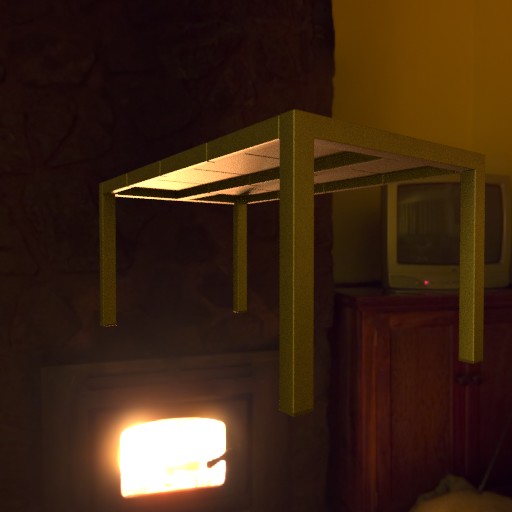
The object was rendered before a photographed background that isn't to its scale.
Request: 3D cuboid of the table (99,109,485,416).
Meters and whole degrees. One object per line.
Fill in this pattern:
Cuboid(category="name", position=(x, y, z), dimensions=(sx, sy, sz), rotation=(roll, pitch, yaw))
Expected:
Cuboid(category="table", position=(0.000, 0.000, 1.212), dimensions=(0.559, 0.460, 0.965), rotation=(-1, 2, -36))
